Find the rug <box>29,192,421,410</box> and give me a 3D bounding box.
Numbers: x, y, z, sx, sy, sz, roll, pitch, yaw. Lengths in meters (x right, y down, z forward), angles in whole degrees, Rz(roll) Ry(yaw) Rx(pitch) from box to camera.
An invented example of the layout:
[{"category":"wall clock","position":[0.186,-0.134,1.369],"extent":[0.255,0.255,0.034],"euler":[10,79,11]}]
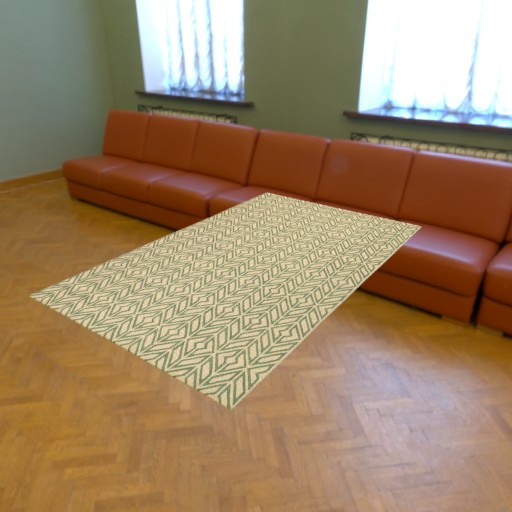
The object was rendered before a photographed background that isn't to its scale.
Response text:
[{"category":"rug","position":[0.000,0.000,3.073],"extent":[1.517,0.011,2.435],"euler":[18,31,32]}]
